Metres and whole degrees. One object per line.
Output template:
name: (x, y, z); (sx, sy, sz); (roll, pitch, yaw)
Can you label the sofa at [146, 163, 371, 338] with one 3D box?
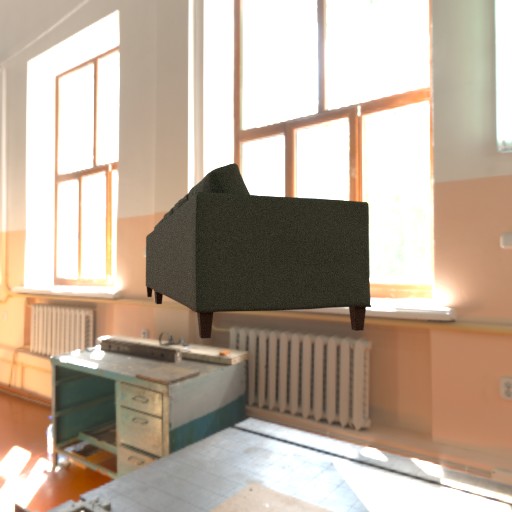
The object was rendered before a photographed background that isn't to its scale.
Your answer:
sofa: (0.000, 0.000, 3.797); (1.625, 0.861, 3.186); (1, -2, -18)
